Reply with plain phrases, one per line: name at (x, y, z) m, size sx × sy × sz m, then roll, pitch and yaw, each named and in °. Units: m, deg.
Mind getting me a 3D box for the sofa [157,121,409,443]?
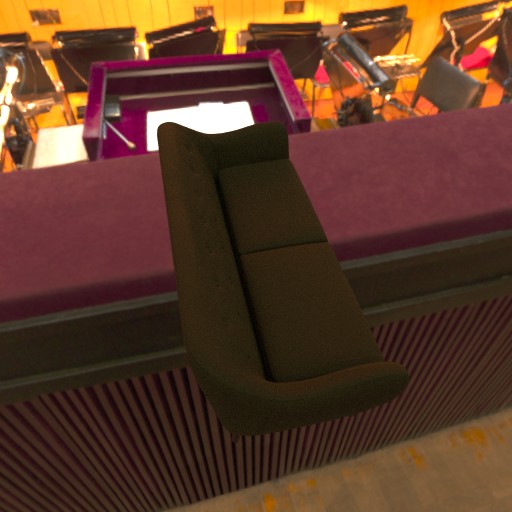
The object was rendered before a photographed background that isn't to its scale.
sofa at (0.000, 0.000, 2.322) m, size 0.820 × 0.836 × 1.840 m, roll -9°, pitch 48°, yaw -8°
